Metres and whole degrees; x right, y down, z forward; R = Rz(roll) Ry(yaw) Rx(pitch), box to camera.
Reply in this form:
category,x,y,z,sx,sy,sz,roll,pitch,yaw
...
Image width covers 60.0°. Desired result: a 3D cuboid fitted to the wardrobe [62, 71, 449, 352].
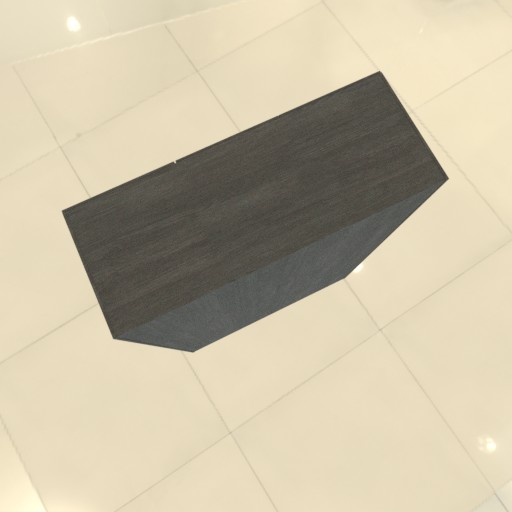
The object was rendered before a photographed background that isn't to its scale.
category,x,y,z,sx,sy,sz,roll,pitch,yaw
wardrobe,0.000,0.000,2.502,1.290,1.910,0.510,-25,78,-6
